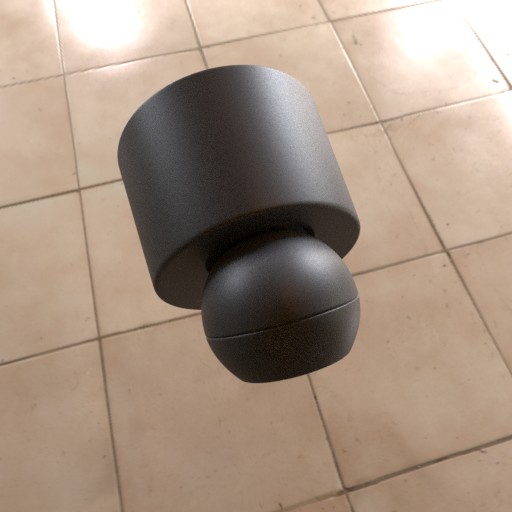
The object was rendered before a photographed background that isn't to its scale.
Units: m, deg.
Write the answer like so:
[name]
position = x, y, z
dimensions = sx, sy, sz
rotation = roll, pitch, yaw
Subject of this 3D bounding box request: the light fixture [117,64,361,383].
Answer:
[light fixture]
position = 0.000, 0.000, 0.266
dimensions = 0.134, 0.143, 0.160
rotation = -15, 66, -7
